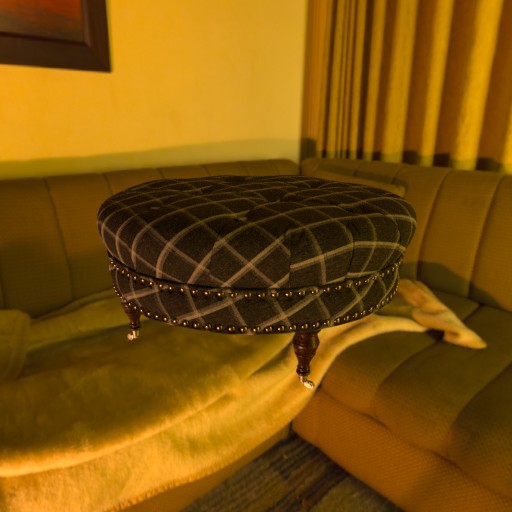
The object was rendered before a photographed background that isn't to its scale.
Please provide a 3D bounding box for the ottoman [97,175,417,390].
[{"bbox_3d":[0.000,0.000,1.358,0.901,0.439,0.901,0,18,0],"label":"ottoman"}]
